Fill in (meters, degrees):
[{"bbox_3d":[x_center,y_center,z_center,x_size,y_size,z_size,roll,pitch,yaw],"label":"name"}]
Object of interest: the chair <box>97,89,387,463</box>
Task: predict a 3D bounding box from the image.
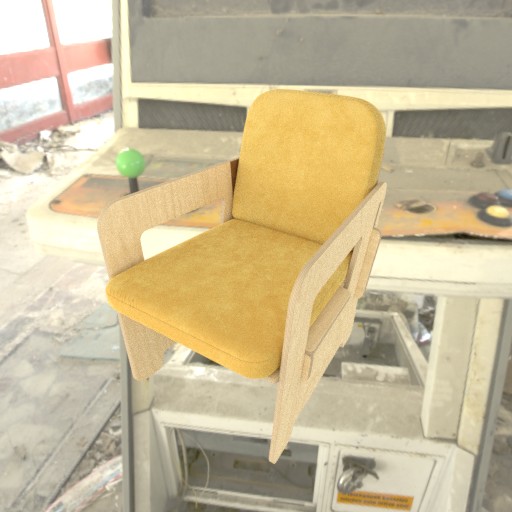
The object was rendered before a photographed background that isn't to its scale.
[{"bbox_3d":[0.000,0.000,1.263,0.590,0.800,0.710,19,35,30],"label":"chair"}]
